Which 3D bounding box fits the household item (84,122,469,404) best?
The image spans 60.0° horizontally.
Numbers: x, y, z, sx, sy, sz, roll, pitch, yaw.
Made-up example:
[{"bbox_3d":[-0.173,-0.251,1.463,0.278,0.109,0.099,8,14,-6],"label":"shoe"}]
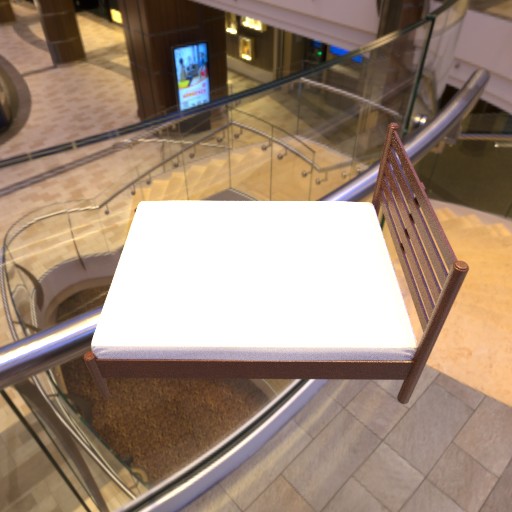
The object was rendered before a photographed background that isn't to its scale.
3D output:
[{"bbox_3d":[0.000,0.000,3.348,2.232,1.356,1.663,0,43,0],"label":"household item"}]
